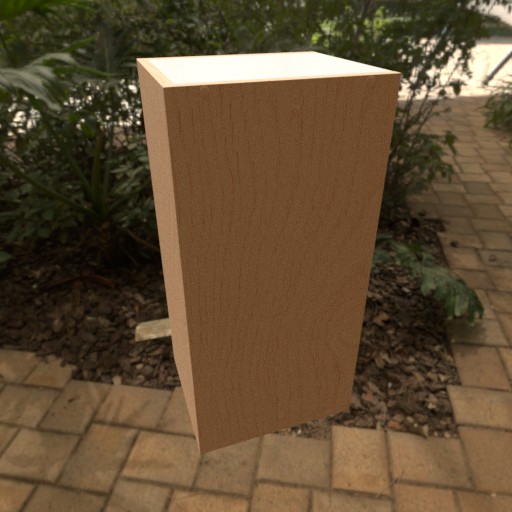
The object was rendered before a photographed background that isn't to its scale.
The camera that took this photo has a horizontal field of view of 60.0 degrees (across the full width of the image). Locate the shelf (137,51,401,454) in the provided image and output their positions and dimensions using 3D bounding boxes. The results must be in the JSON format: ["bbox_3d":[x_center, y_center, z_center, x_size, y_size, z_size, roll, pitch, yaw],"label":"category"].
[{"bbox_3d":[0.000,0.000,0.752,0.290,0.600,0.250,-10,32,-17],"label":"shelf"}]
